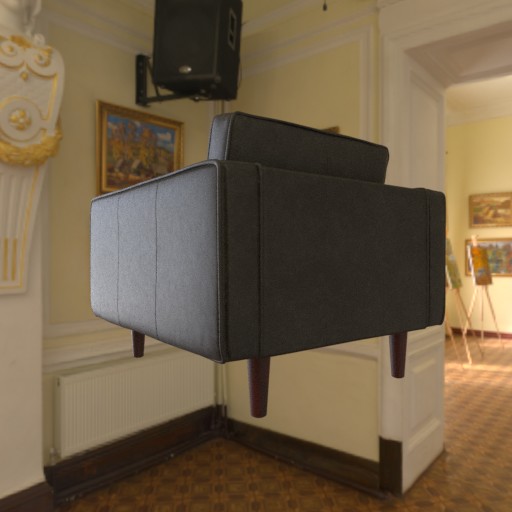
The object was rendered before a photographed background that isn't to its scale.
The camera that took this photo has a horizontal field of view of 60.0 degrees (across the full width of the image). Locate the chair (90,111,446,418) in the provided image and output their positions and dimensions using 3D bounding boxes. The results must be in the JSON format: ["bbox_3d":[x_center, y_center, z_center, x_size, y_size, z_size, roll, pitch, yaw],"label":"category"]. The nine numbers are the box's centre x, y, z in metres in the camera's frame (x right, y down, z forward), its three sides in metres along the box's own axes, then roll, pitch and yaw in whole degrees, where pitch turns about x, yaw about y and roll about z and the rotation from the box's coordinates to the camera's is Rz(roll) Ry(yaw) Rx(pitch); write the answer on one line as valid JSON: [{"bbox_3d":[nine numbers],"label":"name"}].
[{"bbox_3d":[0.000,0.000,1.532,0.889,0.763,0.914,0,1,-37],"label":"chair"}]
